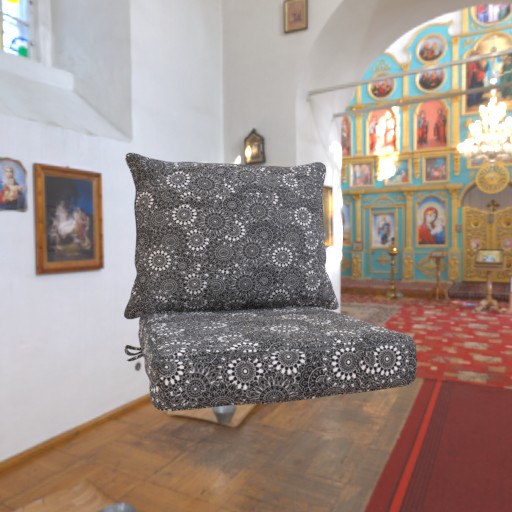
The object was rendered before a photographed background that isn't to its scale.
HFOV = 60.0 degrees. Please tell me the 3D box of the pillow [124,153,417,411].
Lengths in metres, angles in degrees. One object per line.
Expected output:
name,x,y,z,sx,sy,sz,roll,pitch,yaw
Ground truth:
pillow,0.000,0.000,1.395,0.798,0.722,0.740,-1,2,-17
